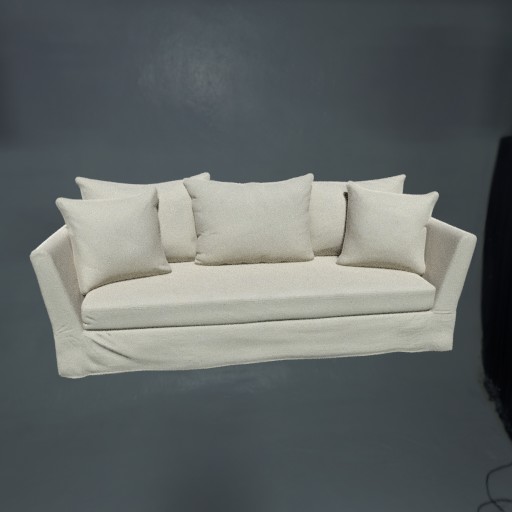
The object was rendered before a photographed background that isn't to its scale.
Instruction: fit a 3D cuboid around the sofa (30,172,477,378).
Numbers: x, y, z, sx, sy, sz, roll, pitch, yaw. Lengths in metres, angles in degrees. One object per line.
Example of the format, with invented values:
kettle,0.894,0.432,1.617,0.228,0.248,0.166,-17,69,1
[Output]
sofa,0.000,0.000,2.972,2.499,1.047,1.046,-2,17,-7
